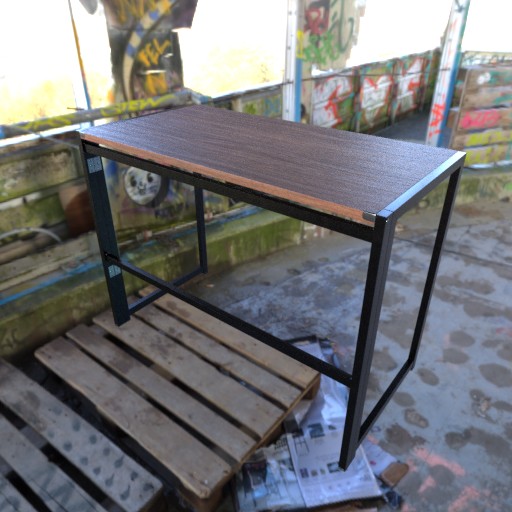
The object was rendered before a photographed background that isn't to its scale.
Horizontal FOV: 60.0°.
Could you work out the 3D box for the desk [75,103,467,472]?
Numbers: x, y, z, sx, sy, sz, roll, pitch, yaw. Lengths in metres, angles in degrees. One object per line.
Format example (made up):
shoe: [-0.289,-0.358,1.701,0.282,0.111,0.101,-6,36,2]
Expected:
desk: [0.000,0.000,1.454,1.016,0.762,0.508,22,37,32]
